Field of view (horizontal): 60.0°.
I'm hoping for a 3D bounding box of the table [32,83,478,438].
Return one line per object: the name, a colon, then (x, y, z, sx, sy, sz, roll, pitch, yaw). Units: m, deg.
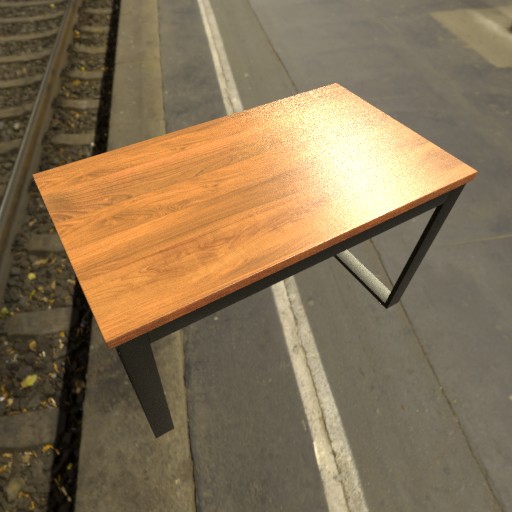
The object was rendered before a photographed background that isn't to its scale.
table: (0.000, 0.000, 1.668, 1.205, 0.760, 0.714, -24, 51, -21)
